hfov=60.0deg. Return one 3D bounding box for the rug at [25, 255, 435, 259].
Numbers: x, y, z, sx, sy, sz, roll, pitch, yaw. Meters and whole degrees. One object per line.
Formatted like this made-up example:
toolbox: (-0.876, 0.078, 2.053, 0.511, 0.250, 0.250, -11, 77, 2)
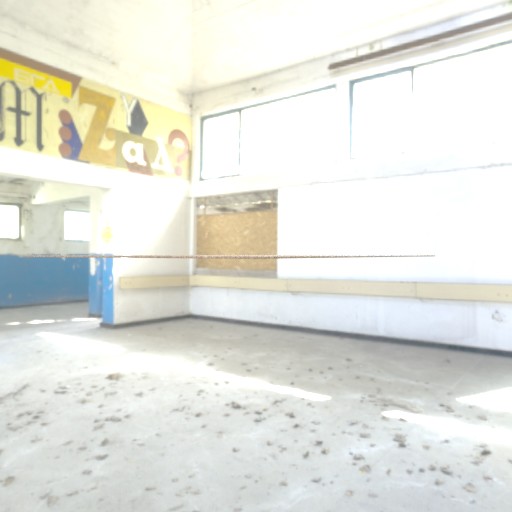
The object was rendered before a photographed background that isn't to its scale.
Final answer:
rug: (0.000, 0.000, 4.262, 2.448, 0.013, 3.205, 0, 0, 37)
